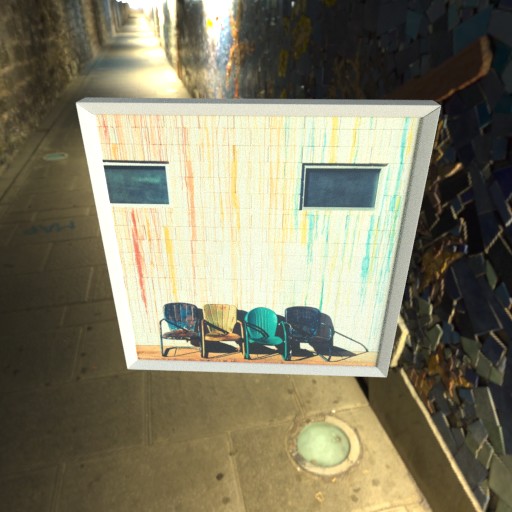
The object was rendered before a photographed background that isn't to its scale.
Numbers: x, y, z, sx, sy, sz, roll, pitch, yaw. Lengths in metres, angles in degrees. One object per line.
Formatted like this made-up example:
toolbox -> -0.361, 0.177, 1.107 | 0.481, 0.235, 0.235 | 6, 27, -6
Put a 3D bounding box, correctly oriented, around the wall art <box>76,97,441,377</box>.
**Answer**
wall art -> 0.000, 0.000, 0.757 | 0.508, 0.508, 0.037 | 1, 30, 2
